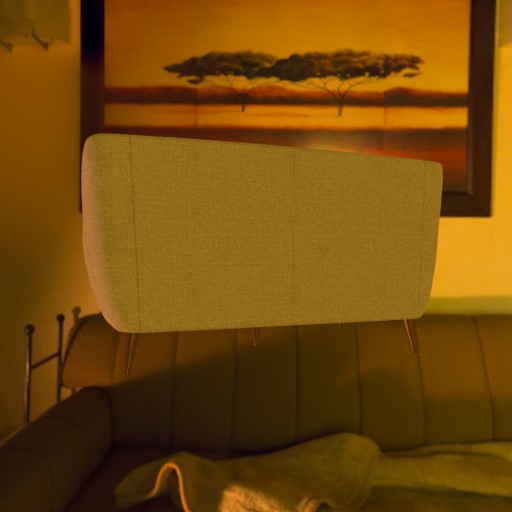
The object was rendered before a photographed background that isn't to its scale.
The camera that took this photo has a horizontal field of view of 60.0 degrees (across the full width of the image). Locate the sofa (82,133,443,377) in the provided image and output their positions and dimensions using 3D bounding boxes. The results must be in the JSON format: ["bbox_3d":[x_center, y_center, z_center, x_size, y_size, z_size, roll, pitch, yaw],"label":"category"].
[{"bbox_3d":[0.000,0.000,2.212,1.652,0.888,0.965,0,0,-19],"label":"sofa"}]
